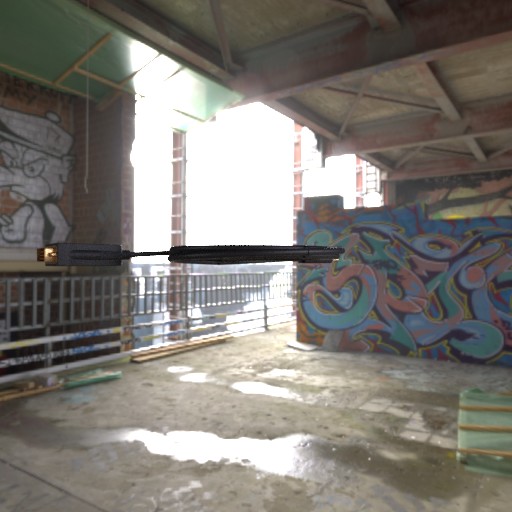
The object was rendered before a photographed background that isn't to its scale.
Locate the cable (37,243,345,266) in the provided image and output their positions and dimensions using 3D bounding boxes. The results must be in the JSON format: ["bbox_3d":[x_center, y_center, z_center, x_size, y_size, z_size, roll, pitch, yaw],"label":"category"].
[{"bbox_3d":[0.000,0.000,0.335,0.281,0.015,0.136,1,-1,-36],"label":"cable"}]
